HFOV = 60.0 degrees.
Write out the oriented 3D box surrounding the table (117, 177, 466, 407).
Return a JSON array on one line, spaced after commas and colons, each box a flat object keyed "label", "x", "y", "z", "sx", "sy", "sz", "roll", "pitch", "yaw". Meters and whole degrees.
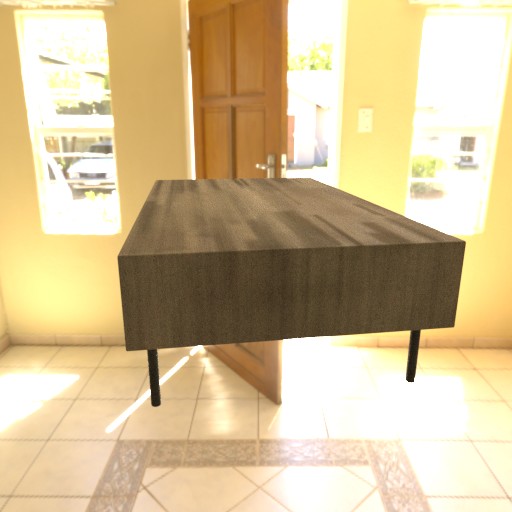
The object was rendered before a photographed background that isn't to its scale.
[{"label": "table", "x": 0.000, "y": 0.000, "z": 1.356, "sx": 0.643, "sy": 0.347, "sz": 1.088, "roll": -3, "pitch": 17, "yaw": -8}]
